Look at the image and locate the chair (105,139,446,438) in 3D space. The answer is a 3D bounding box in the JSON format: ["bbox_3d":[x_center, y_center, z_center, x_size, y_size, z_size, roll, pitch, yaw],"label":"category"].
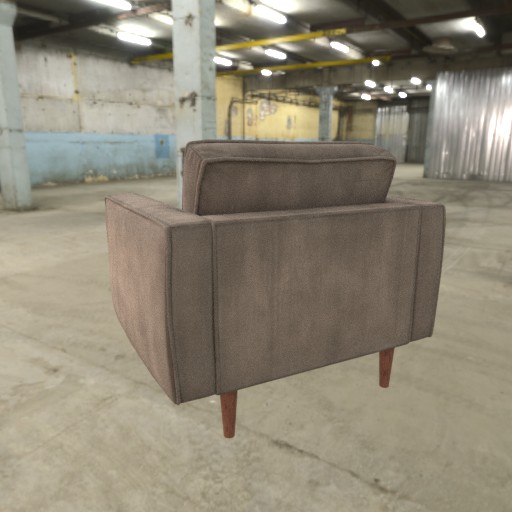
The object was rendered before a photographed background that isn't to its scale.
[{"bbox_3d":[0.000,0.000,1.549,0.928,0.773,0.843,-7,15,-27],"label":"chair"}]
